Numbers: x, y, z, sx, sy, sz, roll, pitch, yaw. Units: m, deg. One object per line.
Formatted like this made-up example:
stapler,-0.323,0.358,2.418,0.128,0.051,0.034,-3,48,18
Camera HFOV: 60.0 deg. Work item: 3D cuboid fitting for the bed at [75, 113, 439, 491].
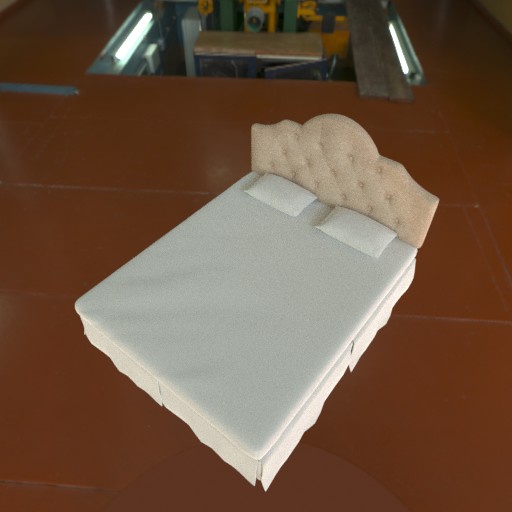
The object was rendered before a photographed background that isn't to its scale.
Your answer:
bed,0.000,0.000,2.940,1.667,1.194,1.970,30,53,26
